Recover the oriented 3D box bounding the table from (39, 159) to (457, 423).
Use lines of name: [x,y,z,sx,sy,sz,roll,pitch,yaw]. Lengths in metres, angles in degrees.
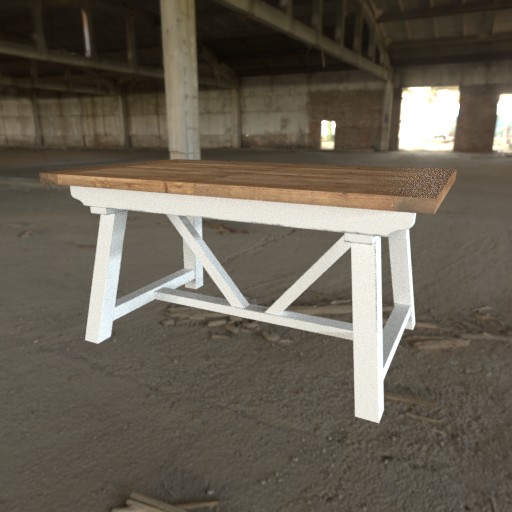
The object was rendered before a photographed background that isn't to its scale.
table: [0.000,0.000,1.969,1.503,0.743,0.922,8,18,25]
